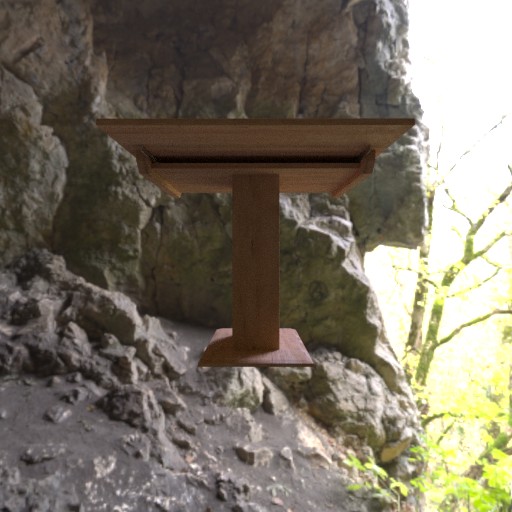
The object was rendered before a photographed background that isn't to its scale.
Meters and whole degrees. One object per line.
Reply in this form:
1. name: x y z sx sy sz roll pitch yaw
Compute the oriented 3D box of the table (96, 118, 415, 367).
1. table: 0.000 0.000 1.895 0.900 0.770 1.300 0 0 0
